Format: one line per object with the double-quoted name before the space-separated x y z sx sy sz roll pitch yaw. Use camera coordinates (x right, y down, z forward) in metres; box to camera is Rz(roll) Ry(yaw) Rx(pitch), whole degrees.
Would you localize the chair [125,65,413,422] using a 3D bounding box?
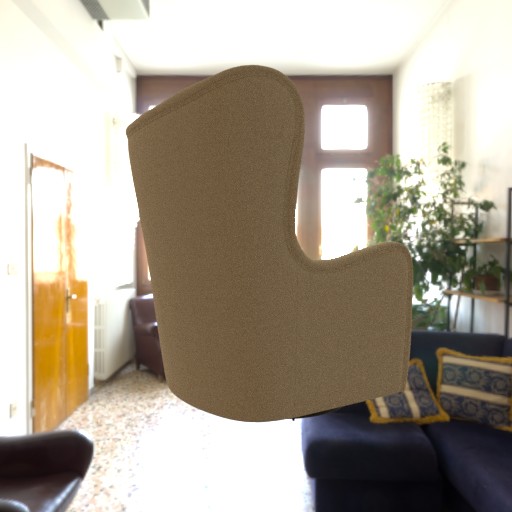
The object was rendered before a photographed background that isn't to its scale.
"chair" 0.000 0.000 1.717 0.929 1.079 0.831 0 0 -36
